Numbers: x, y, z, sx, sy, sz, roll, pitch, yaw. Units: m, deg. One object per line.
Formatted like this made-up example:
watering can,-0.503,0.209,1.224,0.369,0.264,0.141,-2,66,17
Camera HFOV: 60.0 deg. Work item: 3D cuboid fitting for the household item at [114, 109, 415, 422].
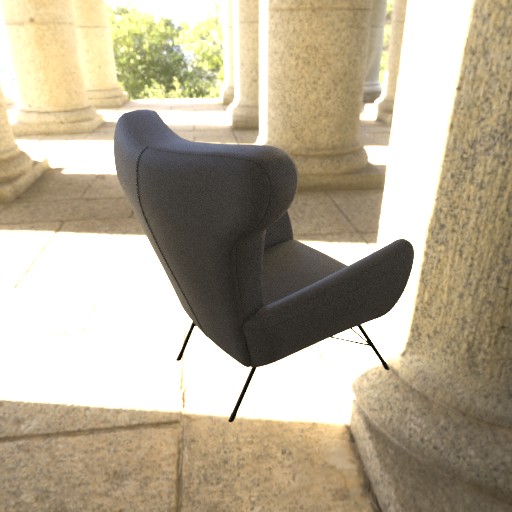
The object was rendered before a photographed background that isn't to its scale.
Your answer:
household item,0.000,0.000,1.737,0.900,1.050,0.980,-18,31,-32
